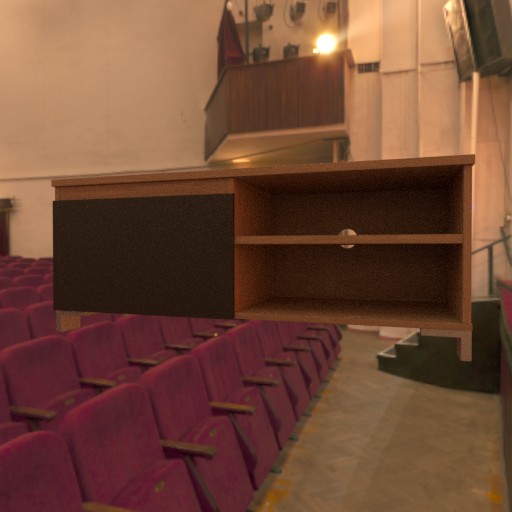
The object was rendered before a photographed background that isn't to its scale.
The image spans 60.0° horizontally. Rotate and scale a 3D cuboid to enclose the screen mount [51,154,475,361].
[{"bbox_3d":[0.000,0.000,1.277,1.084,0.432,0.406,0,1,18],"label":"screen mount"}]
